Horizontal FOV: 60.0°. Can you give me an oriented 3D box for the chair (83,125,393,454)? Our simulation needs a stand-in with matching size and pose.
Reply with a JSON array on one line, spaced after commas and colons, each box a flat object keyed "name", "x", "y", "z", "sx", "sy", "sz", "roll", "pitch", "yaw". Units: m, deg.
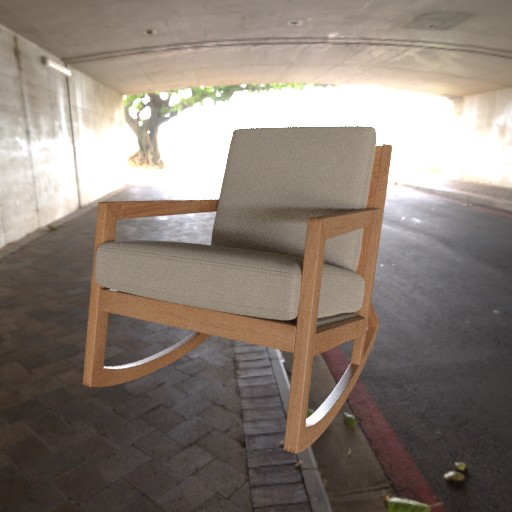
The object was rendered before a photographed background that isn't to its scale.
[{"name": "chair", "x": 0.000, "y": 0.000, "z": 1.364, "sx": 0.622, "sy": 0.790, "sz": 0.857, "roll": 7, "pitch": 16, "yaw": 26}]
